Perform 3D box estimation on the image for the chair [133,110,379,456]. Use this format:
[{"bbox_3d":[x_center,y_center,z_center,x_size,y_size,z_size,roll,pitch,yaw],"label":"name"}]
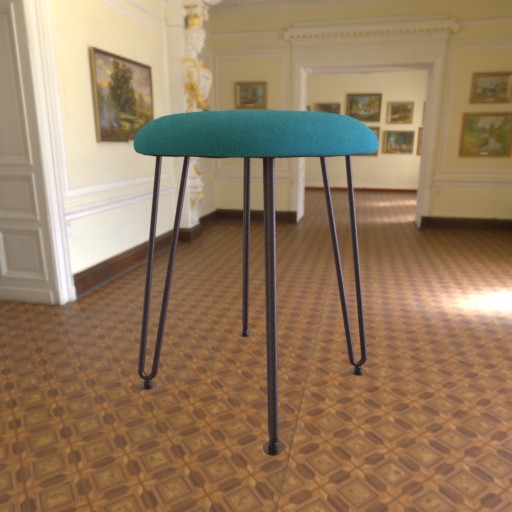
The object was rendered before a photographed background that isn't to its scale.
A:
[{"bbox_3d":[0.000,0.000,0.698,0.350,0.430,0.350,7,16,25],"label":"chair"}]
